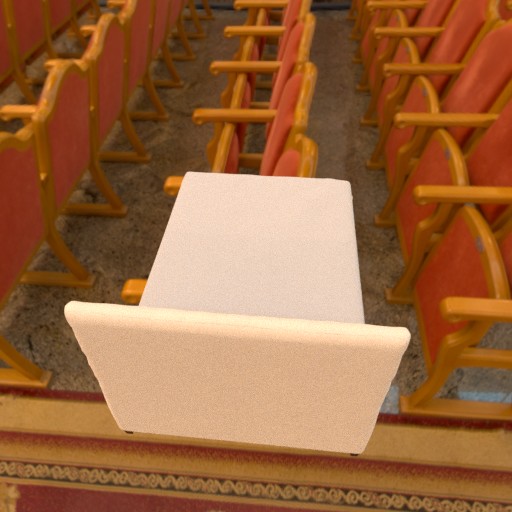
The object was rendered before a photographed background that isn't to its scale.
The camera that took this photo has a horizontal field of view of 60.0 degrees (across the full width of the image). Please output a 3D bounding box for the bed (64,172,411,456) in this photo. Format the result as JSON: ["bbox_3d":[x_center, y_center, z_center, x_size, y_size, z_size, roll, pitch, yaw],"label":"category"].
[{"bbox_3d":[0.000,0.000,3.420,1.698,1.427,2.387,4,46,4],"label":"bed"}]
